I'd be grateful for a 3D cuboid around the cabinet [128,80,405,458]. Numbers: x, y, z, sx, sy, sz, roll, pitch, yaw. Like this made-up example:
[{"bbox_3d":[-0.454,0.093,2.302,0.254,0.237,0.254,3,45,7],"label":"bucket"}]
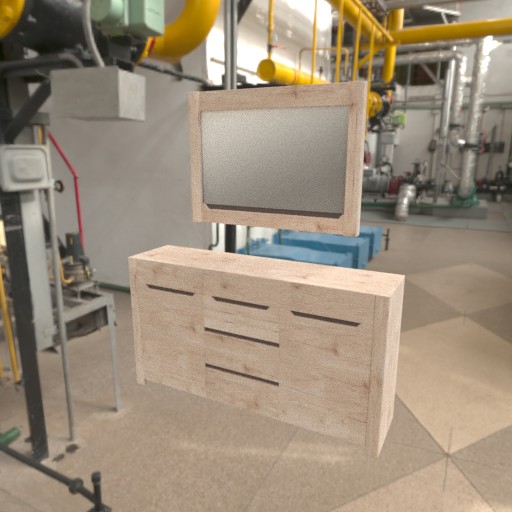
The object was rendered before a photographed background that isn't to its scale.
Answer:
[{"bbox_3d":[0.000,0.000,2.716,1.700,1.981,0.420,7,16,27],"label":"cabinet"}]
